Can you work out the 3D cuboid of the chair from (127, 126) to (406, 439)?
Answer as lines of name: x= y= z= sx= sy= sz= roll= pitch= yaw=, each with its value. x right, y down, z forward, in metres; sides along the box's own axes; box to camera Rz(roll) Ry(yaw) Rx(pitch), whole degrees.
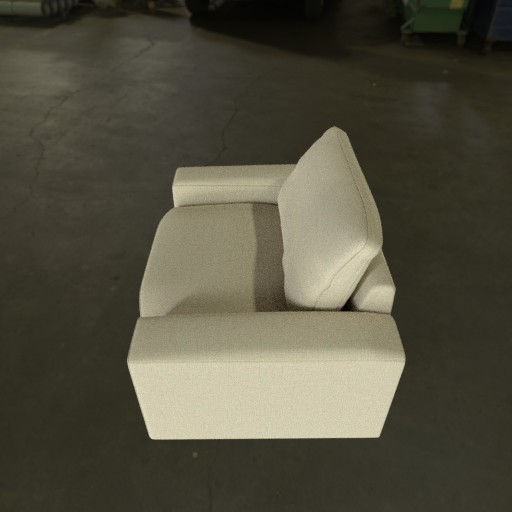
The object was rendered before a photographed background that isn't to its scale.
chair: x=0.000 y=0.000 z=2.134 sx=1.039 sy=0.915 sz=1.398 roll=0 pitch=40 yaw=0
